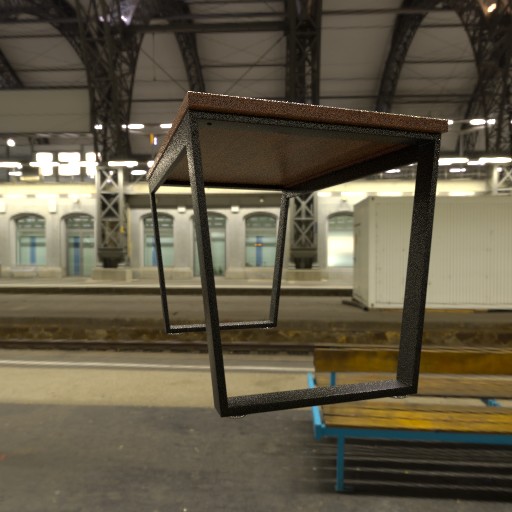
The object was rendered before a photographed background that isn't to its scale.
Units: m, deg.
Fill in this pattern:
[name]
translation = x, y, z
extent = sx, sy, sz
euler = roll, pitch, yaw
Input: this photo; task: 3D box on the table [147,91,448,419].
[table]
translation = 0.000, 0.000, 1.679
extent = 0.714, 0.760, 1.205
euler = 0, 1, -18
